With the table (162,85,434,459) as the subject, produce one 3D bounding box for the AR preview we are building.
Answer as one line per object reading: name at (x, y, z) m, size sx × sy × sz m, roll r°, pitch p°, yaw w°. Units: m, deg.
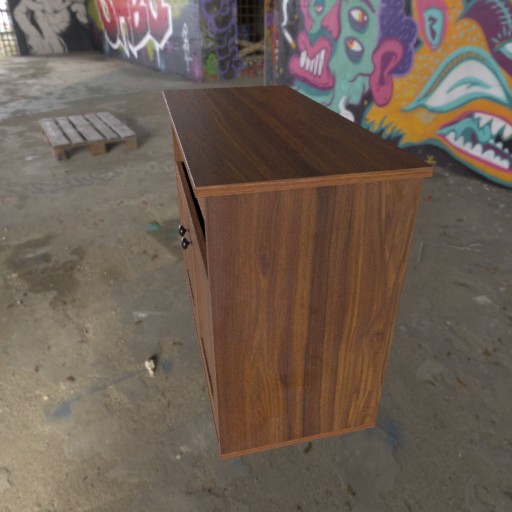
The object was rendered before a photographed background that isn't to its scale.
table at (0.000, 0.000, 1.183) m, size 0.390 × 0.725 × 0.802 m, roll -7°, pitch 31°, yaw -12°
